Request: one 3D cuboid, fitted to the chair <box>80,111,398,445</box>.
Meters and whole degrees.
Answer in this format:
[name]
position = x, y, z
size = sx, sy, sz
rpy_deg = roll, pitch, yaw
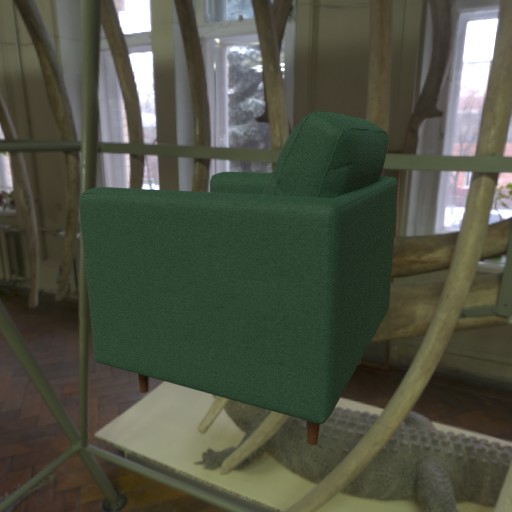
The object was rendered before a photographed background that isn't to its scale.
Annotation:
[chair]
position = 0.000, 0.000, 1.534
size = 0.800, 0.927, 0.855
rpy_deg = 7, 16, 25
